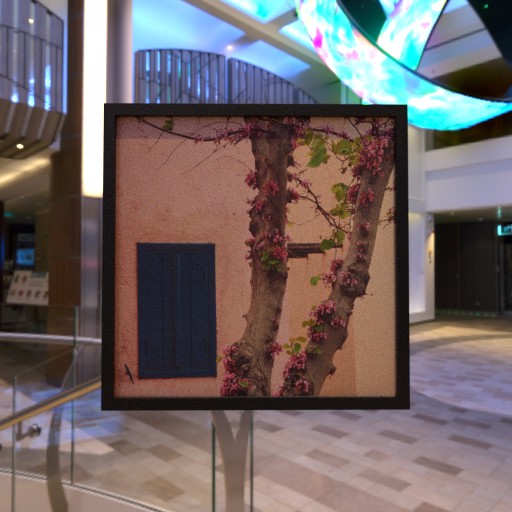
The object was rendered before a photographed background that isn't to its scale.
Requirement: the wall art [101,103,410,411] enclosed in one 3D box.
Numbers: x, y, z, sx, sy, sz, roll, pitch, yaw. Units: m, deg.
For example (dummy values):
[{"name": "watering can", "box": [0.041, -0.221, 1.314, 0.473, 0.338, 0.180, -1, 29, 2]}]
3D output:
[{"name": "wall art", "box": [0.000, 0.000, 0.753, 0.508, 0.508, 0.038, 0, -1, -1]}]
